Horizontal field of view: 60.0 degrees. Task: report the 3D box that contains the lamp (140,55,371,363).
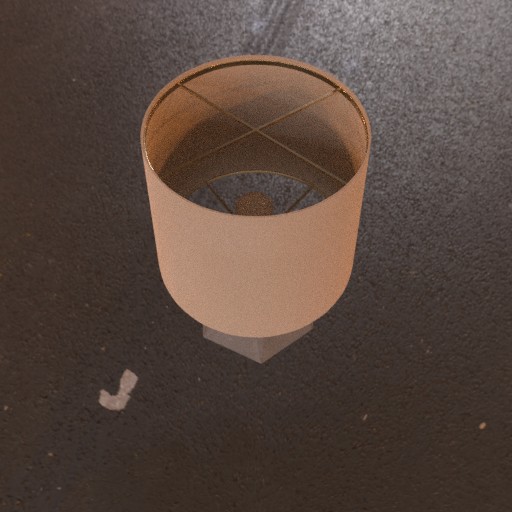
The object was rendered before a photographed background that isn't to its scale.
[{"bbox_3d":[0.000,0.000,0.656,0.276,0.501,0.276,0,59,0],"label":"lamp"}]
